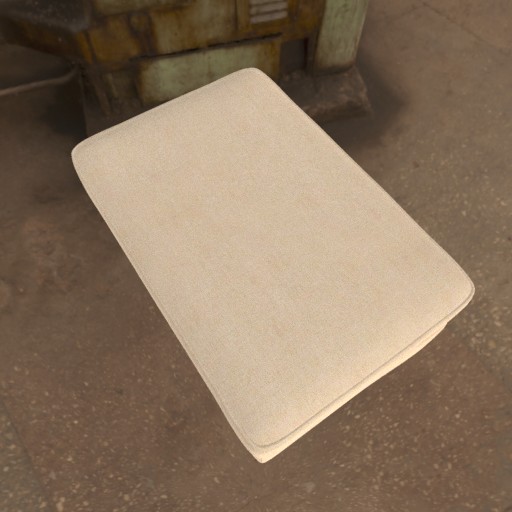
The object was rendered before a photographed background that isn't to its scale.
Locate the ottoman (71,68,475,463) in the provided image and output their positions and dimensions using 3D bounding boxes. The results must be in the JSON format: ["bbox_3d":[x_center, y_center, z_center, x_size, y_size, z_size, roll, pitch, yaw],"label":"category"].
[{"bbox_3d":[0.000,0.000,1.187,0.583,0.484,0.862,-31,66,-16],"label":"ottoman"}]
